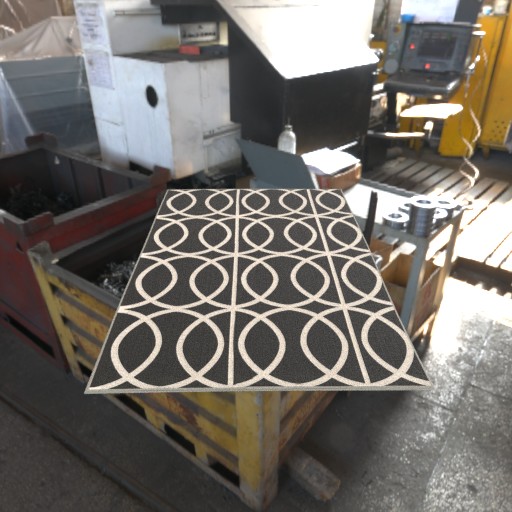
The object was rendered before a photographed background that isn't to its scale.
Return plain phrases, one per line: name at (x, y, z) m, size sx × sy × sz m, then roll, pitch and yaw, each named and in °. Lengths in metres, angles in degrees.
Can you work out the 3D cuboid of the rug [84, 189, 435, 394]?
rug at (0.000, 0.000, 2.897) m, size 1.528 × 0.014 × 2.294 m, roll 0°, pitch 31°, yaw -1°
